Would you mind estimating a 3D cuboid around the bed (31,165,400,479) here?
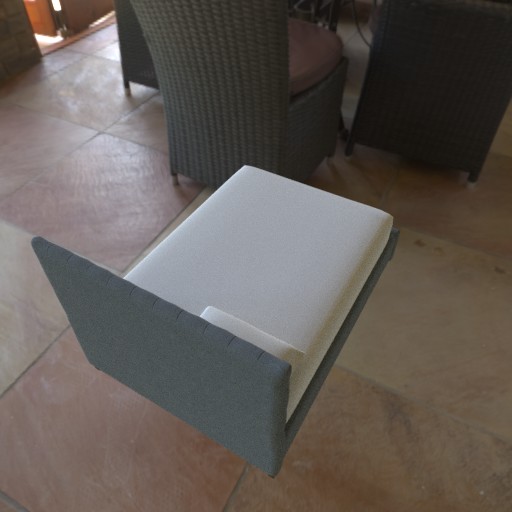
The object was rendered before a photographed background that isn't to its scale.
[{"bbox_3d":[0.000,0.000,3.434,1.698,1.411,2.335,23,50,21],"label":"bed"}]
